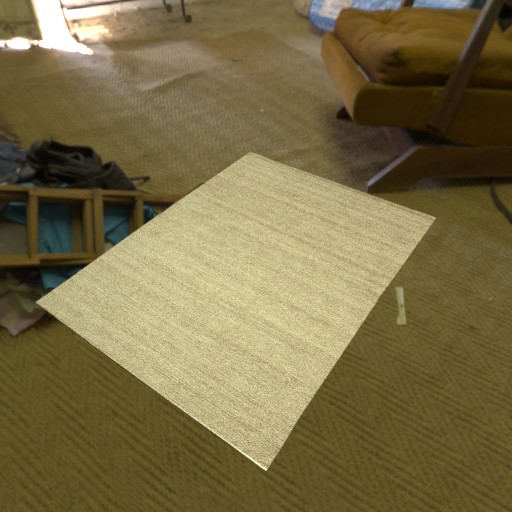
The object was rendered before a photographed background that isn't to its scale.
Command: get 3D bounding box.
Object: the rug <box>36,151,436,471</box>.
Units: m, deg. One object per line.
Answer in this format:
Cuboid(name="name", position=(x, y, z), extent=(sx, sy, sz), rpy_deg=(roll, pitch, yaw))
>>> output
Cuboid(name="rug", position=(0.000, 0.000, 4.265), extent=(2.434, 0.045, 3.202), rpy_deg=(26, 49, 25))
